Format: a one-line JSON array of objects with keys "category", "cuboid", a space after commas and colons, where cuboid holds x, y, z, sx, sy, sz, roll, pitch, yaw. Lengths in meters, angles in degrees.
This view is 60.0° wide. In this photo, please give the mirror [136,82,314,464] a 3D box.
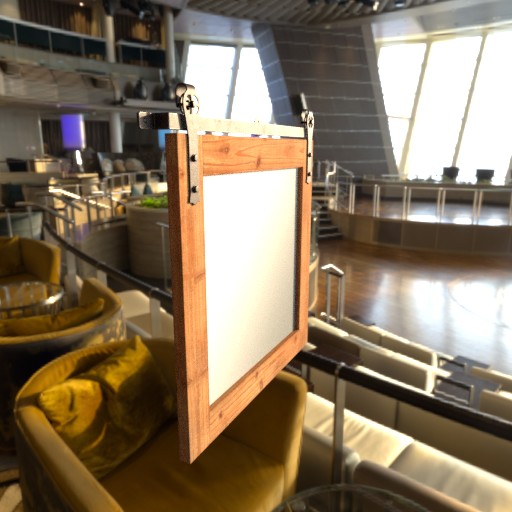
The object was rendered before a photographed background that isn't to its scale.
[{"category": "mirror", "cuboid": [0.000, 0.000, 1.192, 0.054, 0.800, 0.805, 7, 15, 27]}]
